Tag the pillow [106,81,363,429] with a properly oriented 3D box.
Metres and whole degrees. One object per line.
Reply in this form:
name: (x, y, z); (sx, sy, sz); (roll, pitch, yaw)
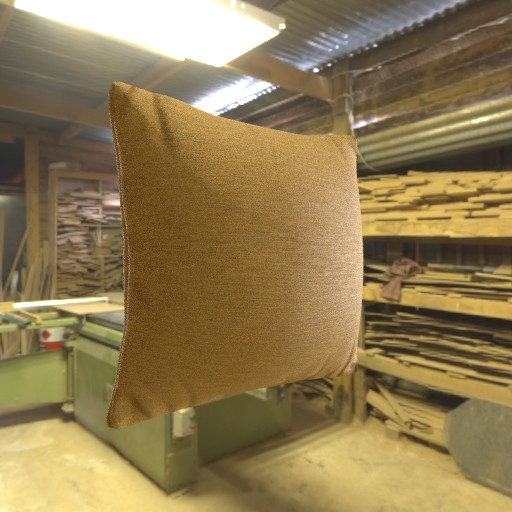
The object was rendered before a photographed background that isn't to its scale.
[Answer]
pillow: (0.000, 0.000, 0.653); (0.435, 0.417, 0.247); (0, 0, -36)
